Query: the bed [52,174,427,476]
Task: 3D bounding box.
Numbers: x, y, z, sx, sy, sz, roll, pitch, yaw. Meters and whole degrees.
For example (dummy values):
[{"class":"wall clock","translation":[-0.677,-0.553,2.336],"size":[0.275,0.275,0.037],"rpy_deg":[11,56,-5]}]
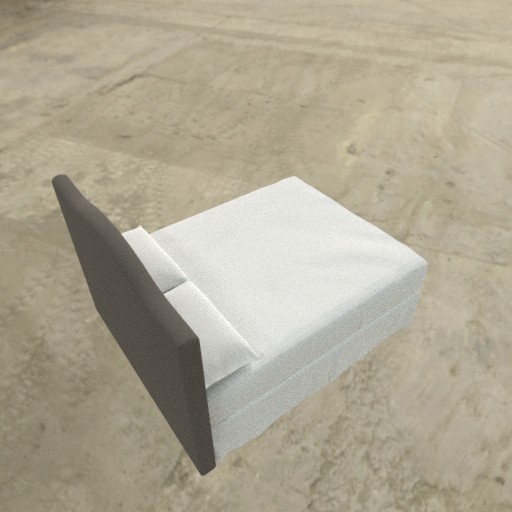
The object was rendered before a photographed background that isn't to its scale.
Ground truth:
[{"class":"bed","translation":[0.000,0.000,3.149],"size":[2.036,1.387,1.666],"rpy_deg":[-26,47,-27]}]
